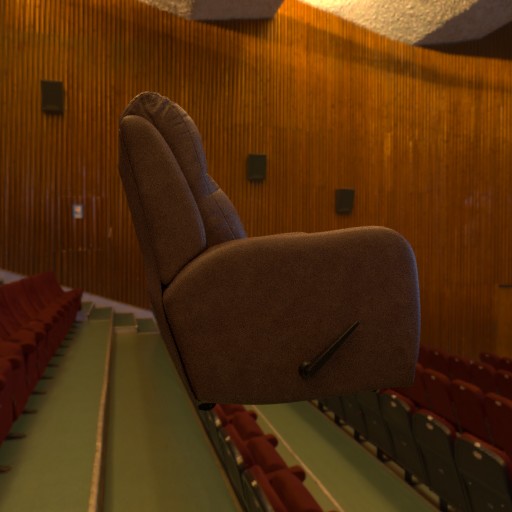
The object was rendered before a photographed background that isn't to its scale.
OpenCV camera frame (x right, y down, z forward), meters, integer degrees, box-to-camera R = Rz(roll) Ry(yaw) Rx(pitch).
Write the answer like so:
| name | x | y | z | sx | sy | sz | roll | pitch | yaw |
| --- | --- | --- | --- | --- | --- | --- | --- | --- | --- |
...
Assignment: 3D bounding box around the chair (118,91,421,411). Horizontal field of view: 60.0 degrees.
| name | x | y | z | sx | sy | sz | roll | pitch | yaw |
| --- | --- | --- | --- | --- | --- | --- | --- | --- | --- |
| chair | 0.000 | 0.000 | 1.804 | 1.067 | 1.067 | 0.865 | 0 | 1 | -18 |
